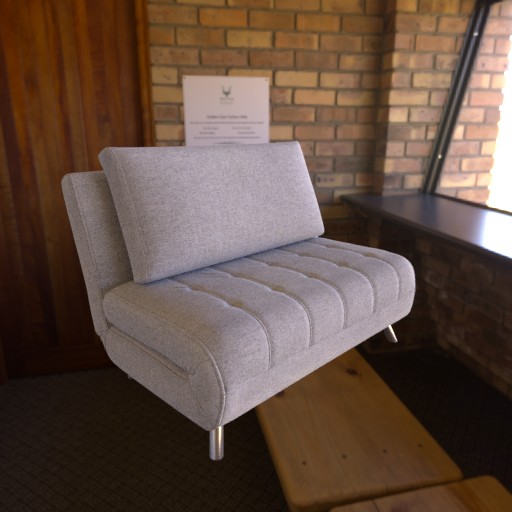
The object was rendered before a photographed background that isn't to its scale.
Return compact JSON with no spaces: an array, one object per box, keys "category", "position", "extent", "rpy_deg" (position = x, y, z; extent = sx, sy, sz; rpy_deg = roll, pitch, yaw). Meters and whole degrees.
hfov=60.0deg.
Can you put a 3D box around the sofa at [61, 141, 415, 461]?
[{"category":"sofa","position":[0.000,0.000,1.872],"extent":[1.220,0.910,0.910],"rpy_deg":[-16,22,-43]}]
